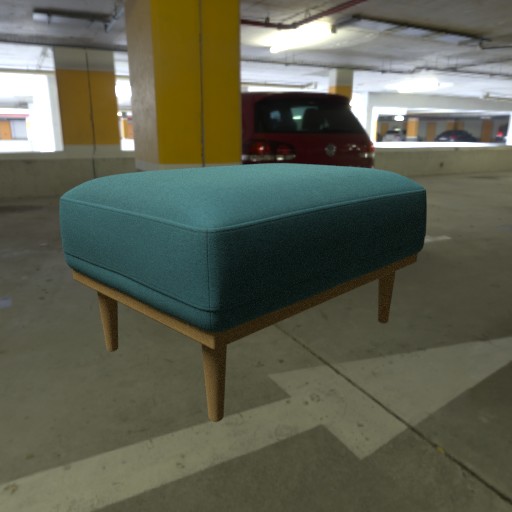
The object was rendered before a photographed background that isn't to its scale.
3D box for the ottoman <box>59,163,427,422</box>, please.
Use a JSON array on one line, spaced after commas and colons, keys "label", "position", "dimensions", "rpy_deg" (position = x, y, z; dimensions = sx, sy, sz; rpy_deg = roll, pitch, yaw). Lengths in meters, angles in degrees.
[{"label": "ottoman", "position": [0.000, 0.000, 1.097], "dimensions": [0.549, 0.428, 0.749], "rpy_deg": [14, 21, 43]}]
